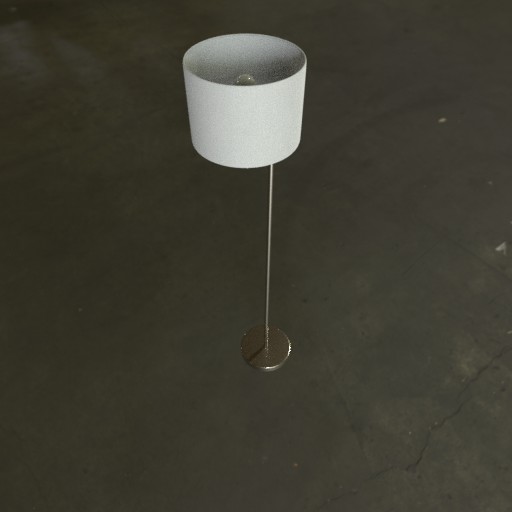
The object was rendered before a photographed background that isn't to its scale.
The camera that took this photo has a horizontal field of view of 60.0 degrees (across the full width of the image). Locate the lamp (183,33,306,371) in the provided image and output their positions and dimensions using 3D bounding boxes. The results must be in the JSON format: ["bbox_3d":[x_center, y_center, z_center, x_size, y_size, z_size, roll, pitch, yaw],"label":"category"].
[{"bbox_3d":[0.000,0.000,1.769,0.324,1.600,0.416,32,55,26],"label":"lamp"}]
